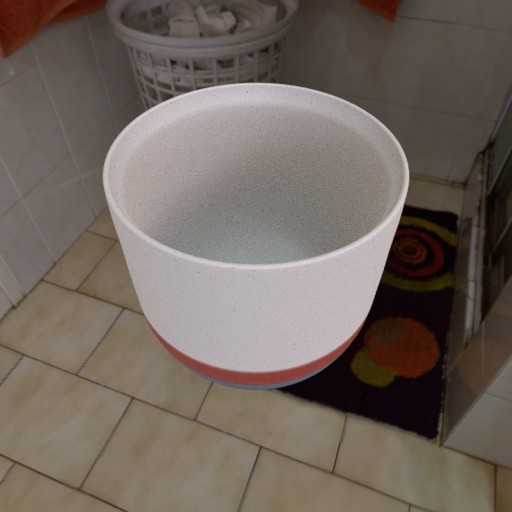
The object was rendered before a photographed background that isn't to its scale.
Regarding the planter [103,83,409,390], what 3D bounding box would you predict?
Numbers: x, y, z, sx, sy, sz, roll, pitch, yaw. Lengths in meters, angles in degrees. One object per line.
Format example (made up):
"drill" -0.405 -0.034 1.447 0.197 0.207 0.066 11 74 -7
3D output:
"planter" 0.000 0.000 0.493 0.268 0.270 0.268 0 48 0
